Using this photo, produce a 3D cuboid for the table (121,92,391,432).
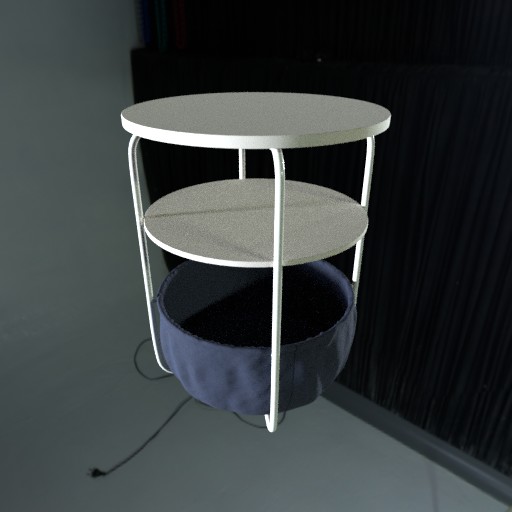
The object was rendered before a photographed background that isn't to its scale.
[{"bbox_3d":[0.000,0.000,0.833,0.418,0.532,0.418,18,32,32],"label":"table"}]
